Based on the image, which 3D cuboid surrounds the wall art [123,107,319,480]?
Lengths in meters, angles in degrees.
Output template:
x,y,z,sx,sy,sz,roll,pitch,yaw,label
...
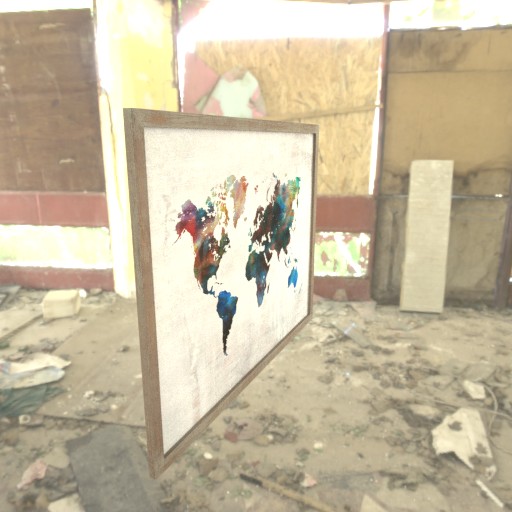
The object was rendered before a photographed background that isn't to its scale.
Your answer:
x,y,z,sx,sy,sz,roll,pitch,yaw,label
0.000,0.000,1.314,0.019,0.774,1.012,7,16,26,wall art
